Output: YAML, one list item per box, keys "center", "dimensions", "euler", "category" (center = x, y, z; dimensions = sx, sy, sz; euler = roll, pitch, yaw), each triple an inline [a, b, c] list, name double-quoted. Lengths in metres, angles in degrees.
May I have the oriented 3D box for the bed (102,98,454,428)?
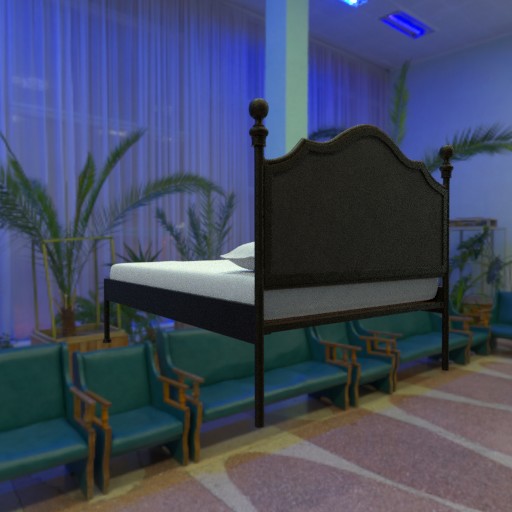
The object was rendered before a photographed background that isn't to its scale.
- center: [0.000, 0.000, 3.337]
  dimensions: [1.642, 1.499, 2.224]
  euler: [-1, 2, -37]
  category: "bed"
